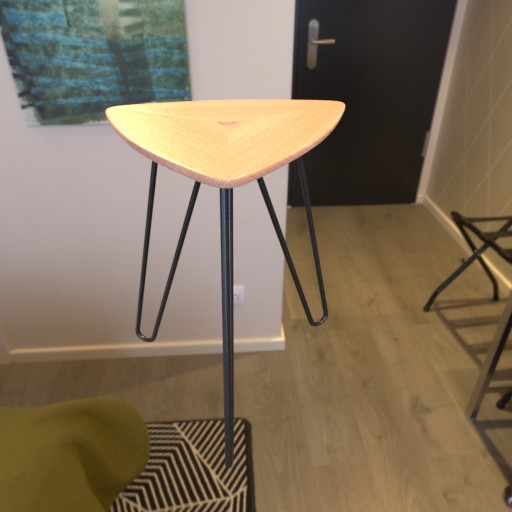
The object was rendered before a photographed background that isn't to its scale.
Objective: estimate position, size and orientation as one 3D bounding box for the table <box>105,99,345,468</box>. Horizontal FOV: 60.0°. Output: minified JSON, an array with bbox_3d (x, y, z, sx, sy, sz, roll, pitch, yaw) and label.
[{"bbox_3d":[0.000,0.000,0.914,0.455,0.564,0.442,-20,37,-29],"label":"table"}]
